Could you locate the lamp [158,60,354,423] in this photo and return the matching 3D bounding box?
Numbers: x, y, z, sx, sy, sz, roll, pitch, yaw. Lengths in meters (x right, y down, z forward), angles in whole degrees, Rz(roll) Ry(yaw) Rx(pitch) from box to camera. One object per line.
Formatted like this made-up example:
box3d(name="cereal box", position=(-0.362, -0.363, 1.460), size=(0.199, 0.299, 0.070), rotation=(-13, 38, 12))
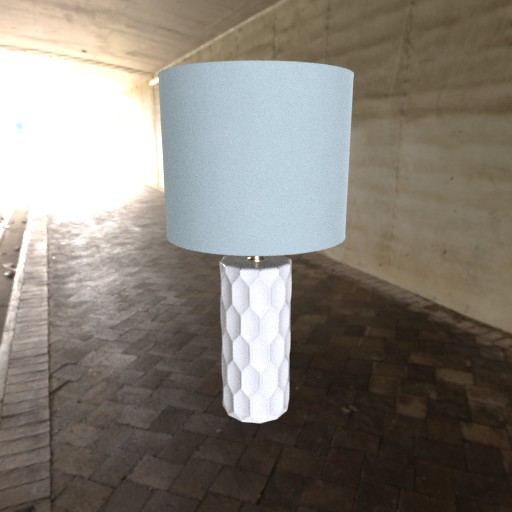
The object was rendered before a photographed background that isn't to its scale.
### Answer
box3d(name="lamp", position=(0.000, 0.000, 0.707), size=(0.277, 0.534, 0.277), rotation=(2, 15, 7))
